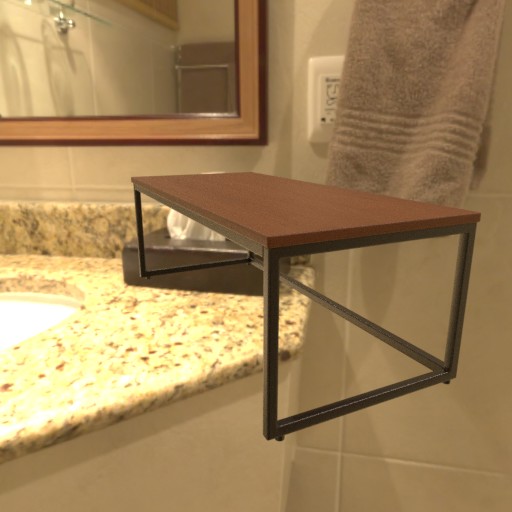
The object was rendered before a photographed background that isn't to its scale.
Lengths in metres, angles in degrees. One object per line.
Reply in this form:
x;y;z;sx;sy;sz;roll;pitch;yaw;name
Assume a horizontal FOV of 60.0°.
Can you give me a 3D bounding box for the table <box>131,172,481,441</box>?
0.000;0.000;1.340;0.500;0.400;1.100;-8;17;-25;table
